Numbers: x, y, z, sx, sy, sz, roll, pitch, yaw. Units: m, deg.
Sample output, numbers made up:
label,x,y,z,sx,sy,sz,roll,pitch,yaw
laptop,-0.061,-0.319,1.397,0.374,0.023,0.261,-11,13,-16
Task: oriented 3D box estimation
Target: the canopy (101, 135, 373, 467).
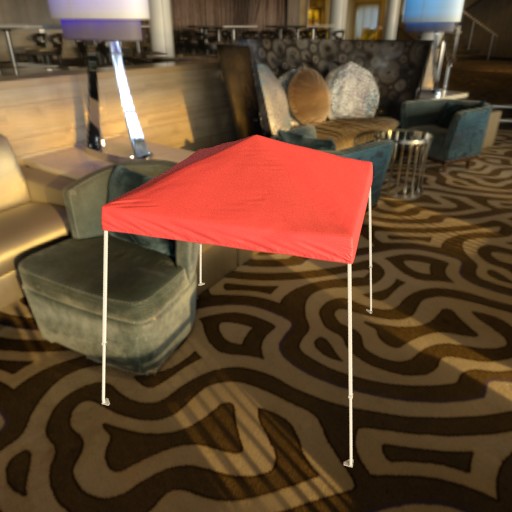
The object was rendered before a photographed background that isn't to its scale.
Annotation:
label,x,y,z,sx,sy,sz,roll,pitch,yaw
canopy,0.000,0.000,6.681,3.600,3.600,3.599,8,28,15
